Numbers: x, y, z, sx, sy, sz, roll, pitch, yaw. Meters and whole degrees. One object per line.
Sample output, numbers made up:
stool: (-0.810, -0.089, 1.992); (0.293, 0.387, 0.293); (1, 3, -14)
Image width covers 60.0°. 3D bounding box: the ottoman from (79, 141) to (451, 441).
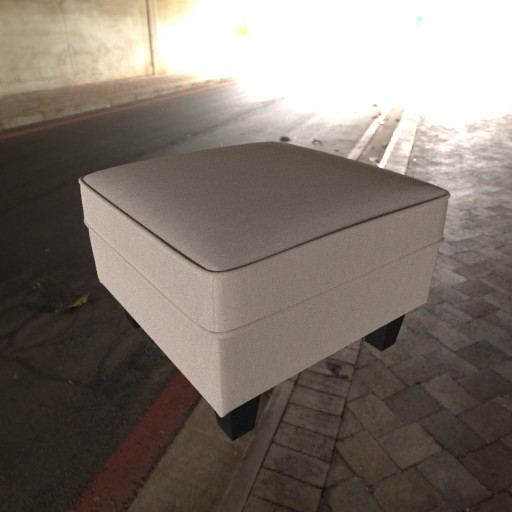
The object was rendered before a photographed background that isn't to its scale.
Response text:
ottoman: (0.000, 0.000, 1.053); (0.616, 0.438, 0.613); (-19, 32, -33)
